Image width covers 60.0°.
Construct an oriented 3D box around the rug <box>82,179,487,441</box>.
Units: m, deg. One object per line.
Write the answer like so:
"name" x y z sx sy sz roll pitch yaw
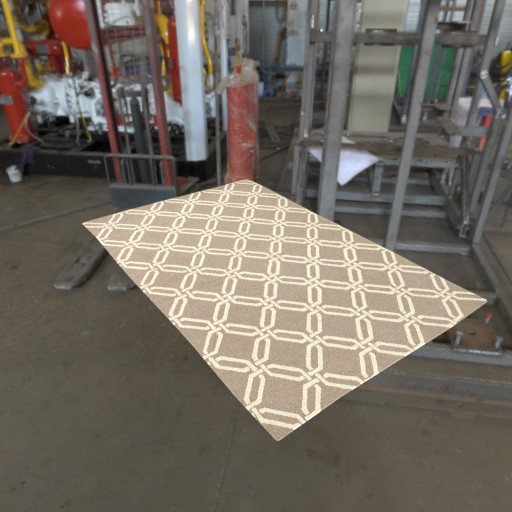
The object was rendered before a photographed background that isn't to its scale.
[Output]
"rug" 0.000 0.000 2.163 1.142 0.010 1.748 -21 37 -31
